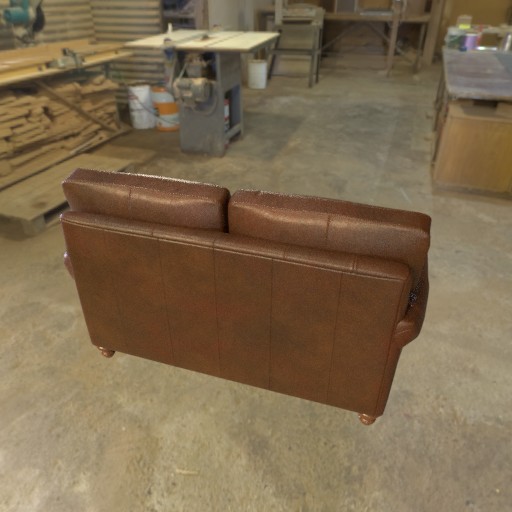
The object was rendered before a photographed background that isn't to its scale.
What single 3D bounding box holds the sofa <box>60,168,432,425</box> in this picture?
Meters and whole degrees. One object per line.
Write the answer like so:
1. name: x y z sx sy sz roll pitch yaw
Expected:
1. sofa: 0.000 0.000 2.227 1.616 0.976 0.990 10 33 15
